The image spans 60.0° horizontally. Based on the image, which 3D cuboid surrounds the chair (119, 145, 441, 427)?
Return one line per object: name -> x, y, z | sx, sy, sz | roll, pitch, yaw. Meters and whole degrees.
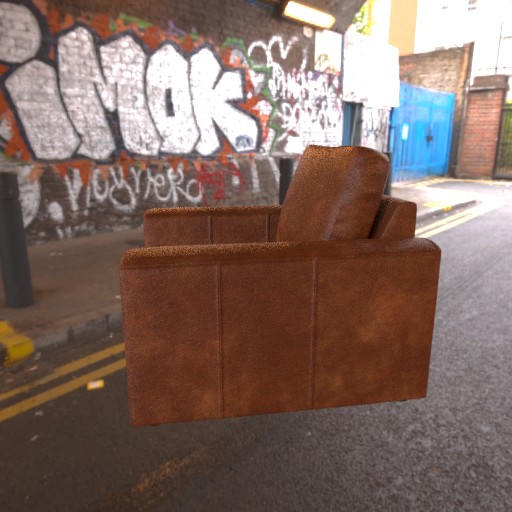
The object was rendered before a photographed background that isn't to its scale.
chair -> 0.000, 0.000, 1.800 | 1.016, 0.873, 1.005 | -2, 15, -9
